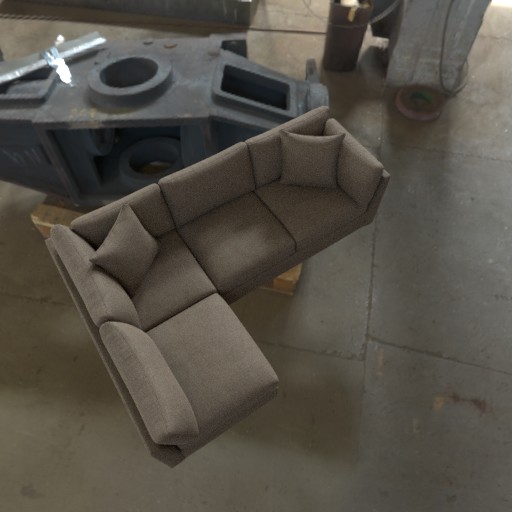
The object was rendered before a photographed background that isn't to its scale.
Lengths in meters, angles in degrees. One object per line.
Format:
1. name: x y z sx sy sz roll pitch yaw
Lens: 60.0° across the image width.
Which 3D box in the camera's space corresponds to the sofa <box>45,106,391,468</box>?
1. sofa: 0.000 0.000 3.809 2.896 0.978 1.994 -29 62 -17
